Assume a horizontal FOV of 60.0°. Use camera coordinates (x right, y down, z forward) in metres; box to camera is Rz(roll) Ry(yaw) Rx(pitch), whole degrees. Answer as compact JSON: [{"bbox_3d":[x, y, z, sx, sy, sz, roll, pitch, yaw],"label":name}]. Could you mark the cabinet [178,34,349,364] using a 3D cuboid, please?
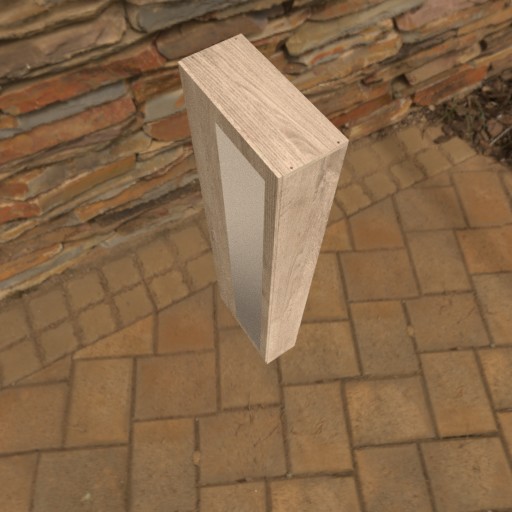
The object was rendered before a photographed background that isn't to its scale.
[{"bbox_3d":[0.000,0.000,1.977,0.230,1.790,0.500,-31,66,-15],"label":"cabinet"}]
